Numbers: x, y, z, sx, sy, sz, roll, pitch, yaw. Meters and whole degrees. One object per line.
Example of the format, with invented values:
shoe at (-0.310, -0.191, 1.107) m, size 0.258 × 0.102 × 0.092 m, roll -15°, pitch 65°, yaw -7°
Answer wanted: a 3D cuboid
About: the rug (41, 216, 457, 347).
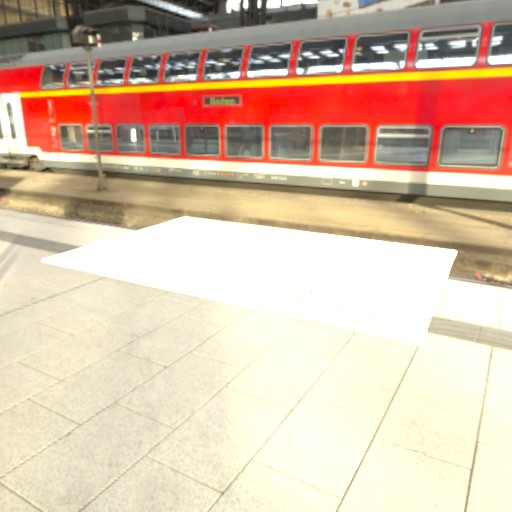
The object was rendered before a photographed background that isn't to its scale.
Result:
rug at (0.000, 0.000, 3.460) m, size 2.743 × 0.030 × 1.778 m, roll 9°, pitch 19°, yaw 27°
